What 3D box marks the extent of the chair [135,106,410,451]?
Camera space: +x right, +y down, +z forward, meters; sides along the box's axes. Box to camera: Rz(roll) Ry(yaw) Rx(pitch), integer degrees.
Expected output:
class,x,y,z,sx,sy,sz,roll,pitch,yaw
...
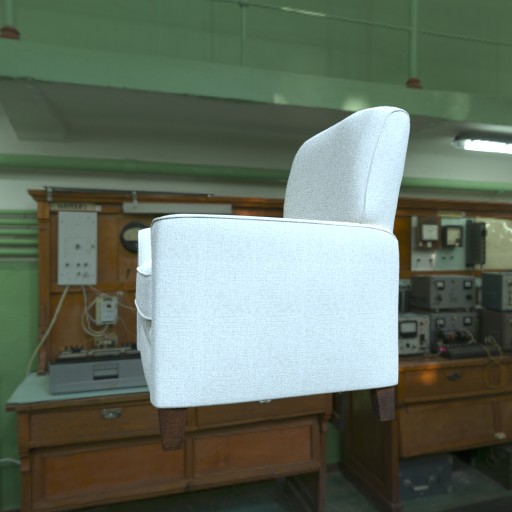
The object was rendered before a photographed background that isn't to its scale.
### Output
class,x,y,z,sx,sy,sz,roll,pitch,yaw
chair,0.000,0.000,1.642,0.858,1.028,0.841,0,1,-18
